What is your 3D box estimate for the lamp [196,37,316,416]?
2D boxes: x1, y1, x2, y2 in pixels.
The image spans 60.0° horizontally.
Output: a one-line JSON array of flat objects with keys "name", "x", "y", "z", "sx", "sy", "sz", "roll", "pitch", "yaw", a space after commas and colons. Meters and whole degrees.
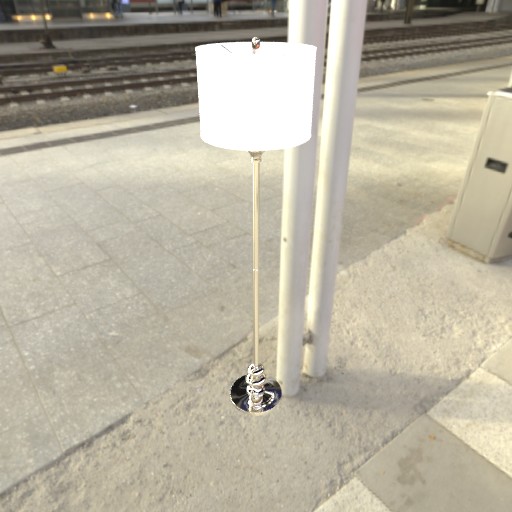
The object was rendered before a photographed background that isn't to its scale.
[{"name": "lamp", "x": 0.000, "y": 0.000, "z": 1.677, "sx": 0.356, "sy": 1.487, "sz": 0.356, "roll": -23, "pitch": 37, "yaw": -34}]
